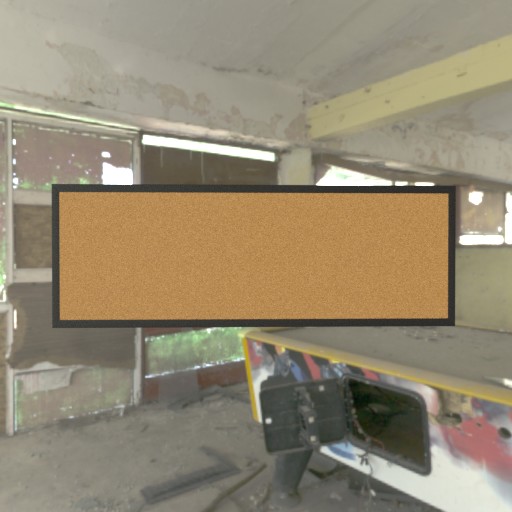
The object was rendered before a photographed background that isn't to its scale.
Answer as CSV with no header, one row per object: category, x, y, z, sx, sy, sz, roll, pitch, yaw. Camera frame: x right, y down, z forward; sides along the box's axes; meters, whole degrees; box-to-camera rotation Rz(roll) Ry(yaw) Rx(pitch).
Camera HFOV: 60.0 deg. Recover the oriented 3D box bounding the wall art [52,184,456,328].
wall art,0.000,0.000,1.745,1.572,0.554,0.041,0,1,-2
